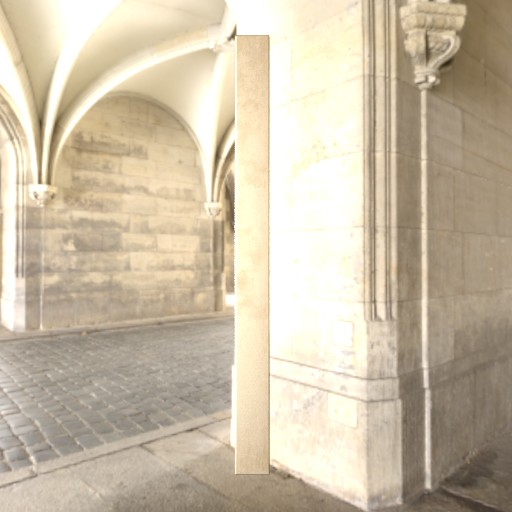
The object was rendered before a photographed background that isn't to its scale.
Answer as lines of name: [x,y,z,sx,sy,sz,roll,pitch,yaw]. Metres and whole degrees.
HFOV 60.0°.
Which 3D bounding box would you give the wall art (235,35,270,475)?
wall art: [0.000,0.000,0.760,0.040,0.506,0.503,0,-1,1]
